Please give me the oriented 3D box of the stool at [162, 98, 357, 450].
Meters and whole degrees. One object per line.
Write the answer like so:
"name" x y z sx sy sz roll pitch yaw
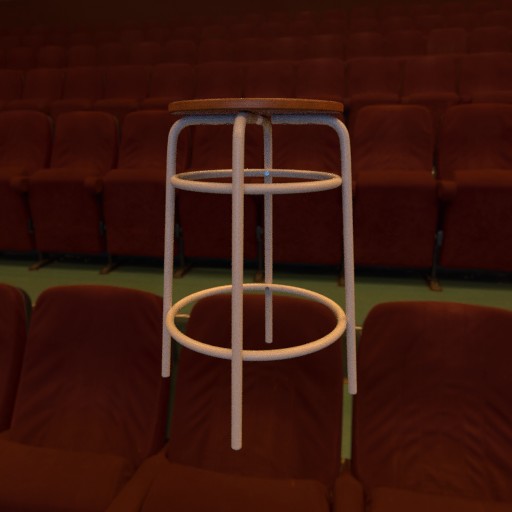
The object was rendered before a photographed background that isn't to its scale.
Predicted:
"stool" 0.000 0.000 0.943 0.455 0.610 0.455 3 15 9
